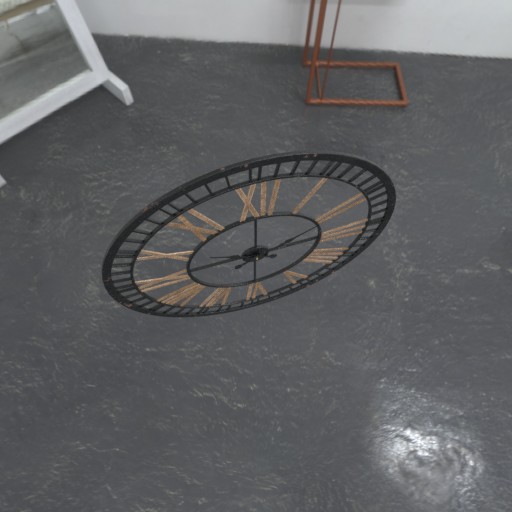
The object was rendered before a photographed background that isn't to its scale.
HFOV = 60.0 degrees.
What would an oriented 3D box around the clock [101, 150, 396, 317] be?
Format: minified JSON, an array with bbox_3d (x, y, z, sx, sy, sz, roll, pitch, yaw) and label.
[{"bbox_3d":[0.000,0.000,1.274,0.843,0.843,0.025,-15,64,-7],"label":"clock"}]
